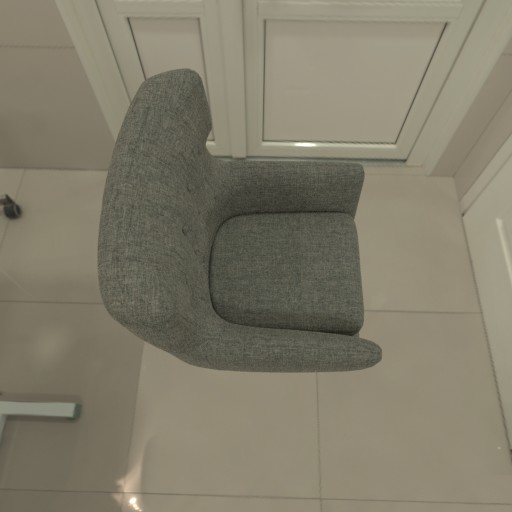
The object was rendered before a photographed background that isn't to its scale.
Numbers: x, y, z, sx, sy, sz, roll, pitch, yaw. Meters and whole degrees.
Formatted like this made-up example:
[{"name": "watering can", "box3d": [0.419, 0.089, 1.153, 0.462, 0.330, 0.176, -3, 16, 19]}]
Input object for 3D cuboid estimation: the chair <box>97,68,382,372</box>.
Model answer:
[{"name": "chair", "box3d": [0.000, 0.000, 1.730, 0.904, 1.063, 0.878, 1, 64, 1]}]
